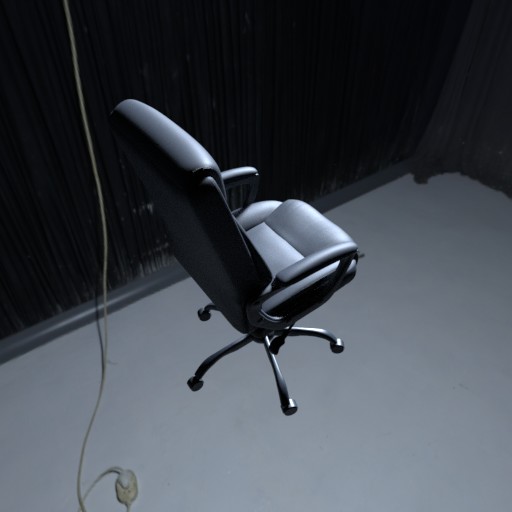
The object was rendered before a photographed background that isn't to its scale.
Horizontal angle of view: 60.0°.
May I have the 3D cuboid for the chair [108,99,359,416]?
[{"bbox_3d":[0.000,0.000,1.480,0.655,1.072,0.615,-25,47,-25],"label":"chair"}]
